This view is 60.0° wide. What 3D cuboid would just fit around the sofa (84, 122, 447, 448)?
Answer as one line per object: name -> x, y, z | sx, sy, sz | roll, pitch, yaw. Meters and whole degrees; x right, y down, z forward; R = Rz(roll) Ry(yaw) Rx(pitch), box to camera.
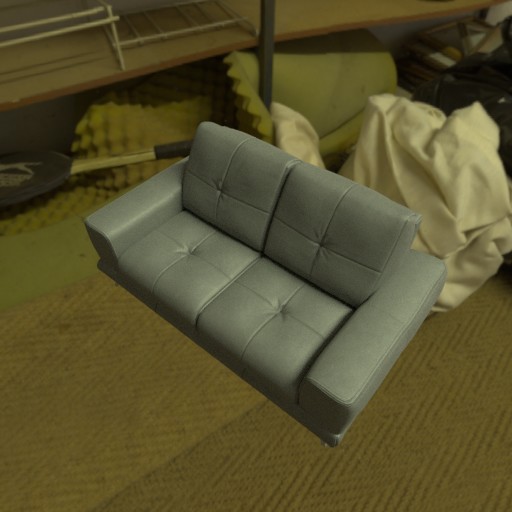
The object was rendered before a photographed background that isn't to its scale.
sofa -> 0.000, 0.000, 2.457 | 1.806, 0.907, 1.018 | 31, 54, 26
